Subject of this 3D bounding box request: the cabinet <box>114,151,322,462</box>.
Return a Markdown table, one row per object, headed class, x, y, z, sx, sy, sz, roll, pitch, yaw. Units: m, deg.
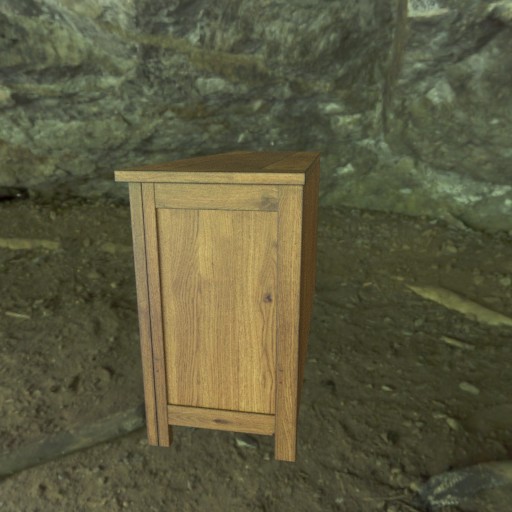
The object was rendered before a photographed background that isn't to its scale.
| class | x | y | z | sx | sy | sz | roll | pitch | yaw |
| --- | --- | --- | --- | --- | --- | --- | --- | --- | --- |
| cabinet | 0.000 | 0.000 | 1.870 | 0.480 | 0.813 | 1.474 | 3 | 15 | 9 |
